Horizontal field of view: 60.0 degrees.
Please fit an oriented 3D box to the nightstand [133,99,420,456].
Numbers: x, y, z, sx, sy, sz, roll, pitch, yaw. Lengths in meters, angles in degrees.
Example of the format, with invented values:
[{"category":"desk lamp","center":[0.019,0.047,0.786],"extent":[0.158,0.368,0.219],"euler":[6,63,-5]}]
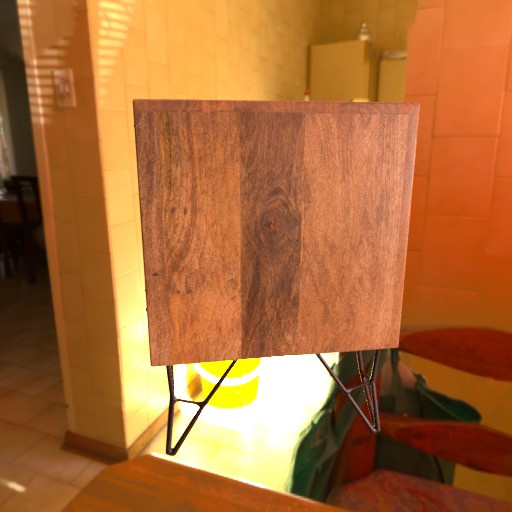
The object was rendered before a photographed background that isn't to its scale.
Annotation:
[{"category":"nightstand","center":[0.000,0.000,0.895],"extent":[0.406,0.559,0.457],"euler":[-2,15,-9]}]
